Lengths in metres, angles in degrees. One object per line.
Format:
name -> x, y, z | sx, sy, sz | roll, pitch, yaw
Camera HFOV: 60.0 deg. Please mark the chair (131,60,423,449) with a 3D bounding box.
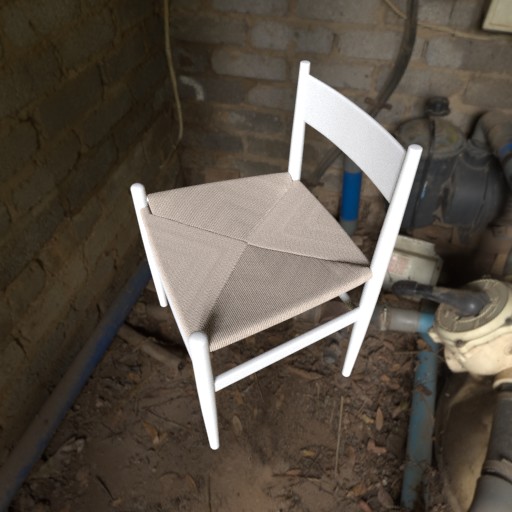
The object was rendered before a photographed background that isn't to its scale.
chair -> 0.000, 0.000, 1.138 | 0.495, 0.762, 0.556 | -17, 47, -16
